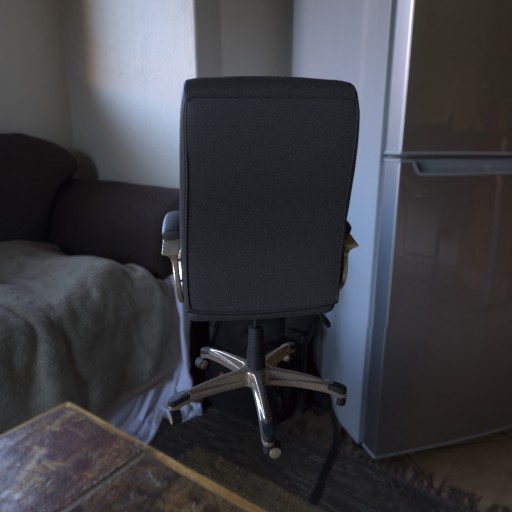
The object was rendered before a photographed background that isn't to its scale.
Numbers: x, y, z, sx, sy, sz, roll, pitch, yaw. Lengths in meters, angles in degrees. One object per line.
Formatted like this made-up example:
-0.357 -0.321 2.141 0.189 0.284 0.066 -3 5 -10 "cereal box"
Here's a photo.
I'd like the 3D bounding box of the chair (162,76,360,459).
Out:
0.000 0.000 1.649 0.694 1.188 0.748 -3 16 -9 "chair"
